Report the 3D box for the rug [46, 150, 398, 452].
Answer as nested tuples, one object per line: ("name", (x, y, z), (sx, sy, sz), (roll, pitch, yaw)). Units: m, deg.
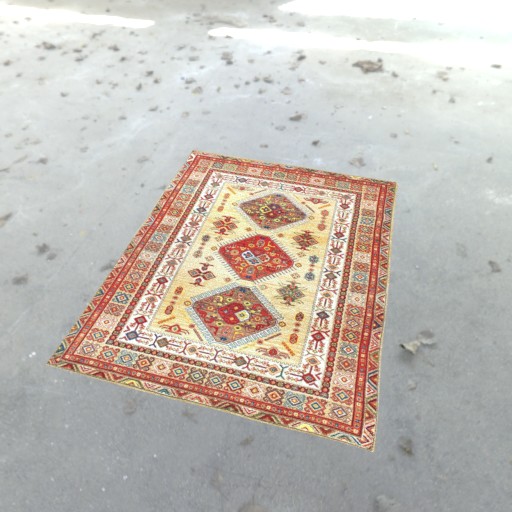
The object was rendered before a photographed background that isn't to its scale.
("rug", (0.000, 0.000, 4.157), (2.460, 0.005, 3.067), (11, 47, 11))
